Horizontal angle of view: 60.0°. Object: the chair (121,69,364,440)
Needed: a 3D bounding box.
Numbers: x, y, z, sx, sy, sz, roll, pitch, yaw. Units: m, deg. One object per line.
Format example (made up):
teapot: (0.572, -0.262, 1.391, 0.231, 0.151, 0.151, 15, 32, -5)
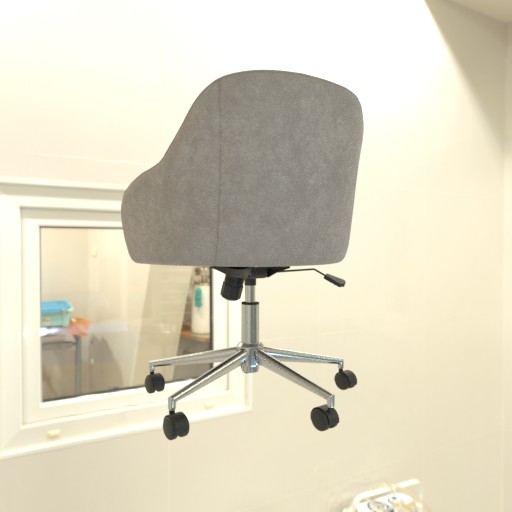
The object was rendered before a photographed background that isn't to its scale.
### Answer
chair: (0.000, 0.000, 1.260, 0.635, 0.831, 0.573, -1, 1, -37)
